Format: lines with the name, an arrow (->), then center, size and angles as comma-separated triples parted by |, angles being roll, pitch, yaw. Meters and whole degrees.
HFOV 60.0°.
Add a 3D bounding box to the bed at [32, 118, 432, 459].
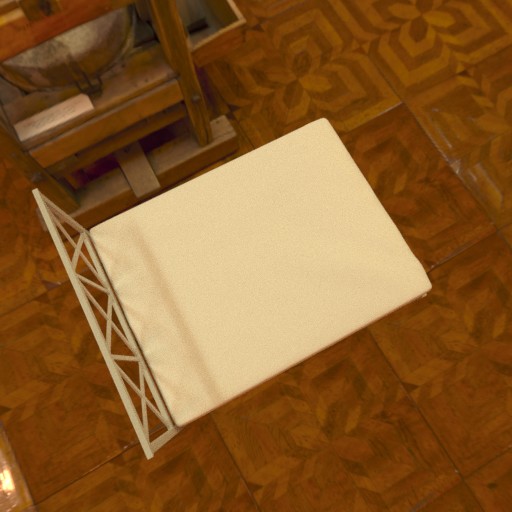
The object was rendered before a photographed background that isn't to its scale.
bed -> 0.000, 0.000, 3.184 | 2.135, 1.253, 1.673 | -27, 77, -7
